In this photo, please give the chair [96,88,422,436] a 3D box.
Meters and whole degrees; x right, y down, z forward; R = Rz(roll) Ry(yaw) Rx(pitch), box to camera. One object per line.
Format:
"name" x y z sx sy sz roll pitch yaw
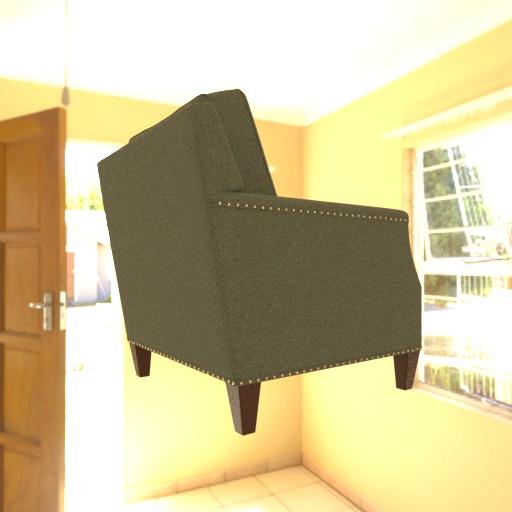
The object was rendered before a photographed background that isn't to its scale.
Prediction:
"chair" 0.000 0.000 1.792 1.031 1.031 0.885 1 -1 -36
